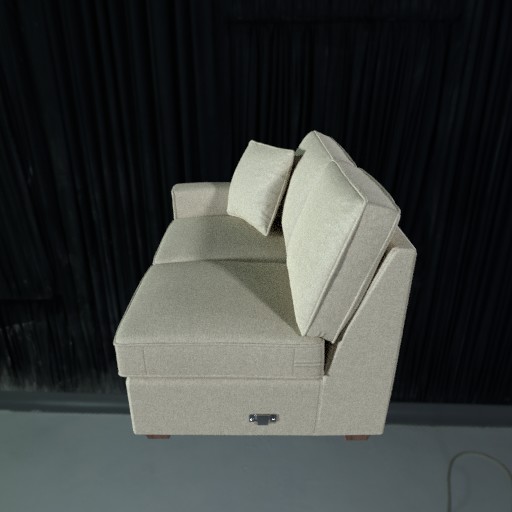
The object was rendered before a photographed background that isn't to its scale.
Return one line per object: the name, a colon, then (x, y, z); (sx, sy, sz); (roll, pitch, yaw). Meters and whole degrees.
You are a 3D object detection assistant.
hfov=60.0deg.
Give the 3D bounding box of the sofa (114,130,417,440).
sofa: (0.000, 0.000, 2.089); (0.991, 0.989, 1.388); (0, 26, 0)
